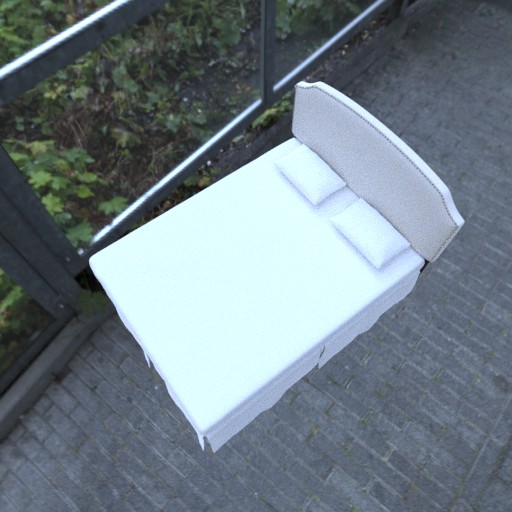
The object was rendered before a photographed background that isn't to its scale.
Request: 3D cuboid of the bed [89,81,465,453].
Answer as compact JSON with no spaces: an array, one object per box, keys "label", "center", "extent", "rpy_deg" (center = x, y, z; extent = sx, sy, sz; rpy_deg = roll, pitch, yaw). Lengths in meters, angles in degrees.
[{"label":"bed","center":[0.000,0.000,3.040],"extent":[1.999,1.270,1.558],"rpy_deg":[-34,67,-17]}]
